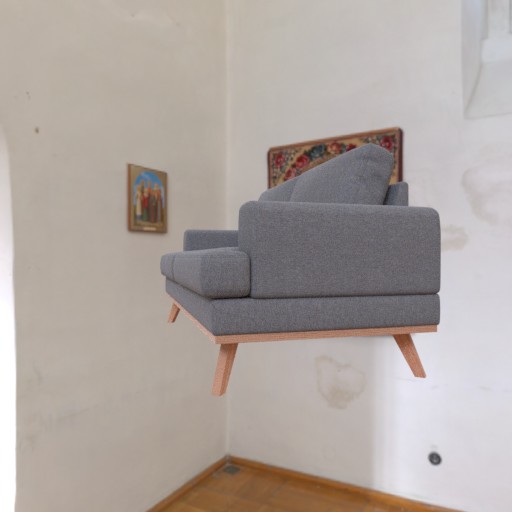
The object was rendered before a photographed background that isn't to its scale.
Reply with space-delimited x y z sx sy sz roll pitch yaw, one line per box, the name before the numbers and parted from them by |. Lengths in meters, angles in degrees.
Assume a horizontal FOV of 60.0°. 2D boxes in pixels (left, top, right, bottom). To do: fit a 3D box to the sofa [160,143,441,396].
sofa | 0.000 0.000 2.096 0.785 0.810 1.650 0 0 -16
